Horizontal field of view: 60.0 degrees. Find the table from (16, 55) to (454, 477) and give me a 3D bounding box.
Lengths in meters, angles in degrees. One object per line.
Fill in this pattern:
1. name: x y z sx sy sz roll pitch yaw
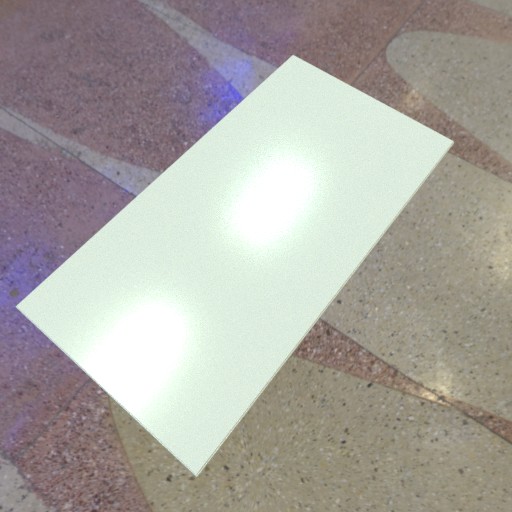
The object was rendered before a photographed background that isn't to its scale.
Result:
1. table: 0.000 0.000 1.324 0.559 0.457 1.067 36 69 16
